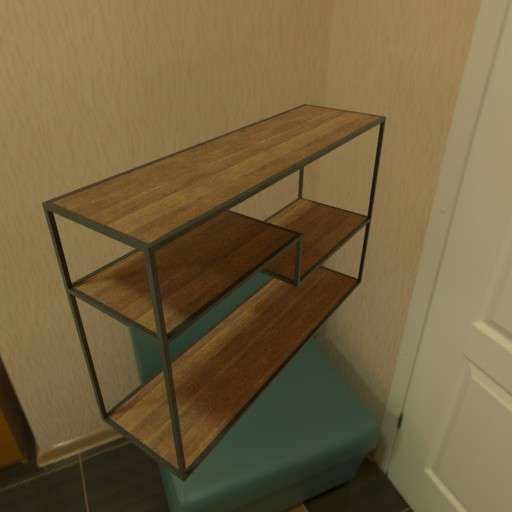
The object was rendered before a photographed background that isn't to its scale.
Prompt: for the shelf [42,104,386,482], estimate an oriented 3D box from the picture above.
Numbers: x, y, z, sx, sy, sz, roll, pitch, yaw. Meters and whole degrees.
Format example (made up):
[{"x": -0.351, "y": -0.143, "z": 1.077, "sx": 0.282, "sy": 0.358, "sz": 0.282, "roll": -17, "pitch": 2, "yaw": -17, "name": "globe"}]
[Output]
[{"x": 0.000, "y": 0.000, "z": 1.550, "sx": 0.361, "sy": 0.765, "sz": 1.201, "roll": 21, "pitch": 37, "yaw": 30, "name": "shelf"}]
